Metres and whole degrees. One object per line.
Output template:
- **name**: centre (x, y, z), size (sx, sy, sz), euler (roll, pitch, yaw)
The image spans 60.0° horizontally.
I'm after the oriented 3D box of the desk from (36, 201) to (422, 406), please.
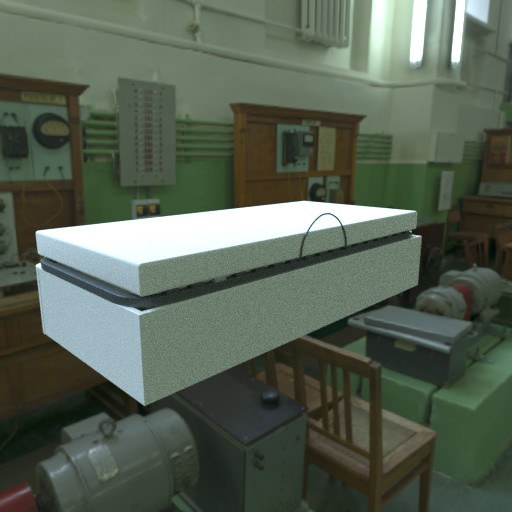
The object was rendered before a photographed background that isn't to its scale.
- **desk**: centre (0.000, 0.000, 2.303), size (0.900, 0.526, 1.900), euler (12, 18, 43)
